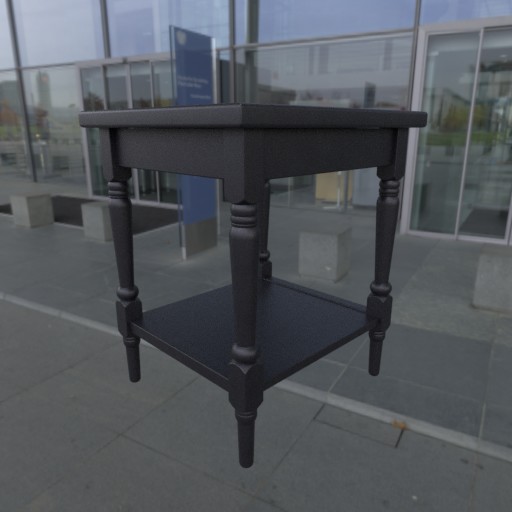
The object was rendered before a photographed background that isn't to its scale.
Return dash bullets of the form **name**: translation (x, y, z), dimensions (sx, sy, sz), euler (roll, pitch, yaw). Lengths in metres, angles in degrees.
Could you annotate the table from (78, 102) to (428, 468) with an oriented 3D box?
- **table**: translation (0.000, 0.000, 0.910), dimensions (0.488, 0.565, 0.442), euler (-16, 22, -42)
